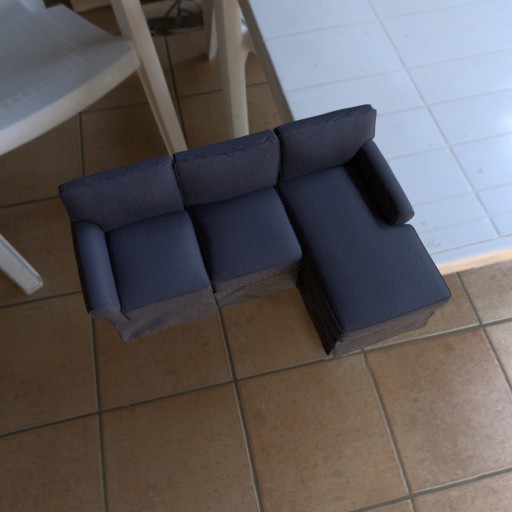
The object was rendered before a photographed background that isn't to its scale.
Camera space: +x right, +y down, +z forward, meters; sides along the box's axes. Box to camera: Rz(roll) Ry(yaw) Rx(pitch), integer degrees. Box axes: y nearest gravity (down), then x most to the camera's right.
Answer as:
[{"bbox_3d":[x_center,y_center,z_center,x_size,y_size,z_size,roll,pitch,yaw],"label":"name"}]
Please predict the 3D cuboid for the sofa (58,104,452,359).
[{"bbox_3d":[0.000,0.000,3.334,2.518,1.039,1.637,-17,64,-8],"label":"sofa"}]
